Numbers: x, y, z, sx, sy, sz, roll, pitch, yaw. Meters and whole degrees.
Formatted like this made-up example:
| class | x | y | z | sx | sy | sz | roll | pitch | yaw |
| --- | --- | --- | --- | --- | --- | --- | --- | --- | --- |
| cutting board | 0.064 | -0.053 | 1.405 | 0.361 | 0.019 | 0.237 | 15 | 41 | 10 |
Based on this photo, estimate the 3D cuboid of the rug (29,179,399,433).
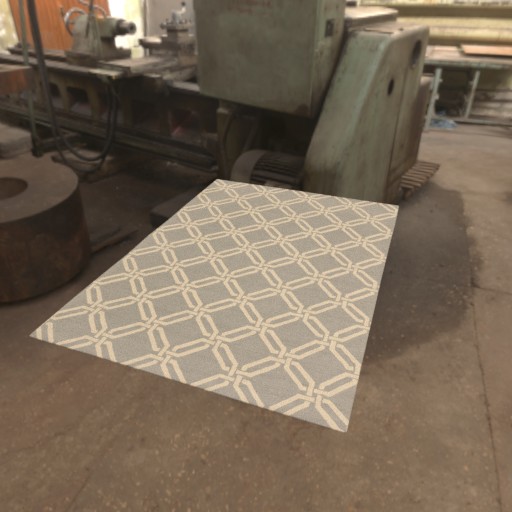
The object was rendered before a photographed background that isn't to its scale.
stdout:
| class | x | y | z | sx | sy | sz | roll | pitch | yaw |
| --- | --- | --- | --- | --- | --- | --- | --- | --- | --- |
| rug | 0.000 | 0.000 | 2.736 | 1.522 | 0.013 | 2.133 | 11 | 33 | 17 |
